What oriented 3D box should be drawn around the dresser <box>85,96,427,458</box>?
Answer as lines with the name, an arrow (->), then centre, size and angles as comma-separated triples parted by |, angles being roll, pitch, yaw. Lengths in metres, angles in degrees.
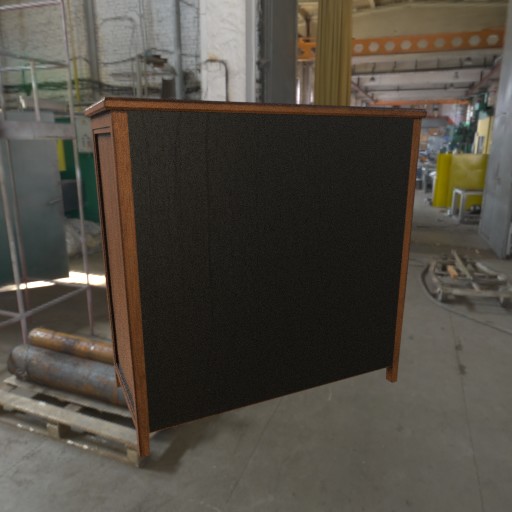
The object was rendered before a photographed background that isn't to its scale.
dresser -> 0.000, 0.000, 1.939 | 1.250, 1.224, 0.591 | -7, 16, -25
